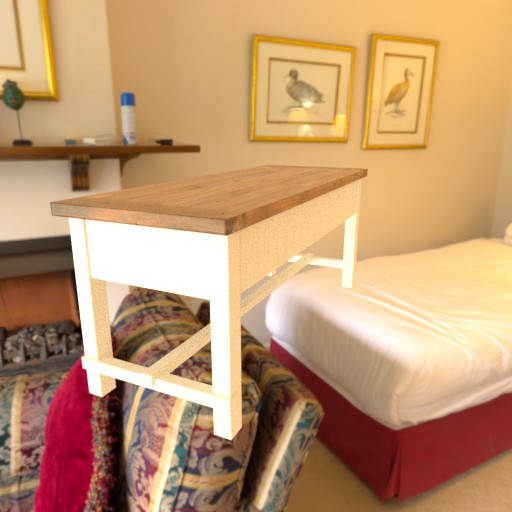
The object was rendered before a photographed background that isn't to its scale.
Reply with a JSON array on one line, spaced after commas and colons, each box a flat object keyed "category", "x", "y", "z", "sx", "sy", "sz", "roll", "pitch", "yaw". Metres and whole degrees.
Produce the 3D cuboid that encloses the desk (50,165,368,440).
[{"category": "desk", "x": 0.000, "y": 0.000, "z": 2.252, "sx": 0.688, "sy": 0.762, "sz": 1.803, "roll": 8, "pitch": 18, "yaw": 25}]
